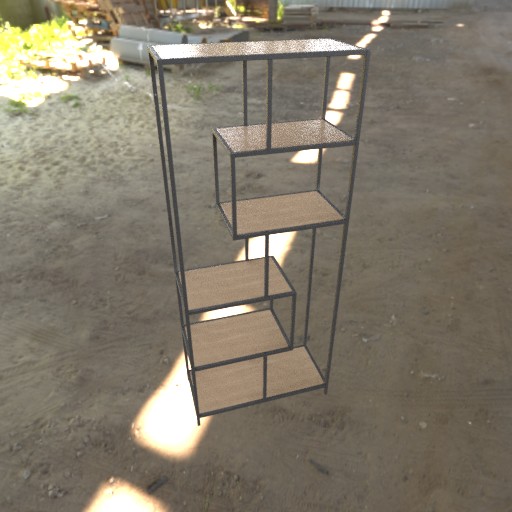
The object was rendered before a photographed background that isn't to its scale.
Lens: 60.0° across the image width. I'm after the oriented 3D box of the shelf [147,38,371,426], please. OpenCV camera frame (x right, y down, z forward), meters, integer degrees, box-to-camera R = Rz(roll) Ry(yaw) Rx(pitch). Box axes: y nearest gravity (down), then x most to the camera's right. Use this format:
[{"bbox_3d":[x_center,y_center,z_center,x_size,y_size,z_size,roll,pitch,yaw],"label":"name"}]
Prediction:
[{"bbox_3d":[0.000,0.000,2.155,0.770,1.850,0.350,-9,34,-14],"label":"shelf"}]
